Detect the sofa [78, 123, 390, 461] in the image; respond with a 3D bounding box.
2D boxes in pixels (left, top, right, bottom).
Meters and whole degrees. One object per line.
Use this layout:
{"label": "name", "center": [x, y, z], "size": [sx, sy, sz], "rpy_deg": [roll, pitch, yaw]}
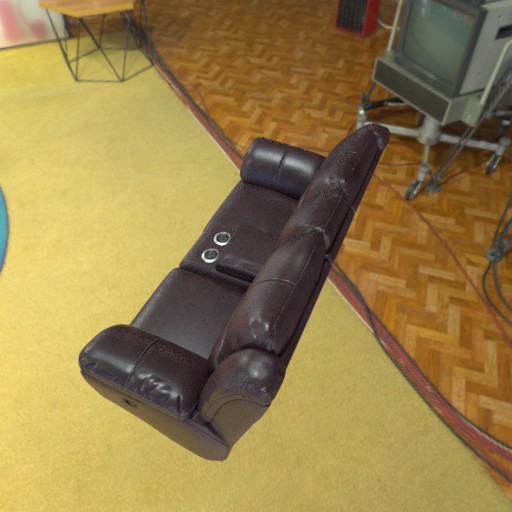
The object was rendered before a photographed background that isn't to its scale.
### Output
{"label": "sofa", "center": [0.000, 0.000, 2.582], "size": [0.991, 1.043, 2.058], "rpy_deg": [18, 50, 16]}
